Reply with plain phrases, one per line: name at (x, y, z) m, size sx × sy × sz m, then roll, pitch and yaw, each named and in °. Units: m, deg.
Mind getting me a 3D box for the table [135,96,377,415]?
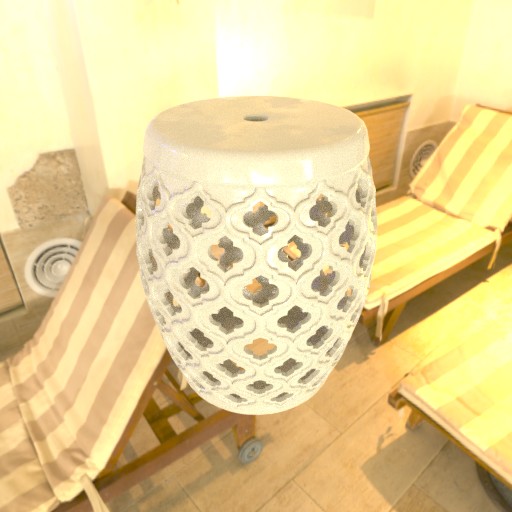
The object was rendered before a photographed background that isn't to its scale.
table at (0.000, 0.000, 0.632) m, size 0.325 × 0.388 × 0.325 m, roll 0°, pitch 32°, yaw 0°
